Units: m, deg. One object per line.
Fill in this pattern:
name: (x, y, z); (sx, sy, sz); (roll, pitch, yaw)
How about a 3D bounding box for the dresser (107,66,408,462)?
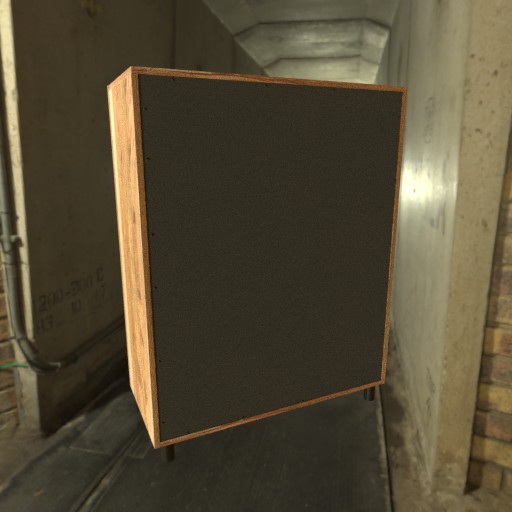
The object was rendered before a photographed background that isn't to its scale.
dresser: (0.000, 0.000, 1.732); (0.966, 1.243, 0.480); (-7, 15, -25)
